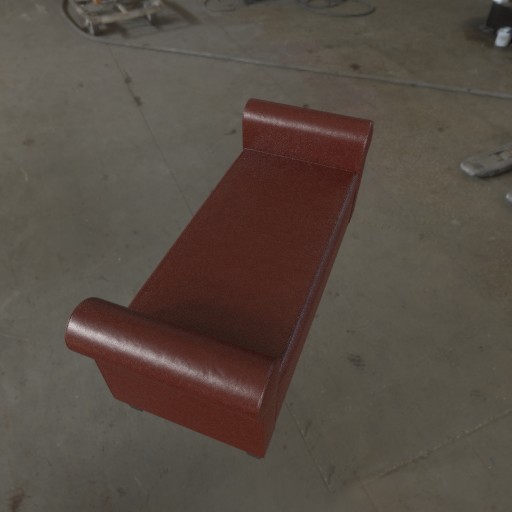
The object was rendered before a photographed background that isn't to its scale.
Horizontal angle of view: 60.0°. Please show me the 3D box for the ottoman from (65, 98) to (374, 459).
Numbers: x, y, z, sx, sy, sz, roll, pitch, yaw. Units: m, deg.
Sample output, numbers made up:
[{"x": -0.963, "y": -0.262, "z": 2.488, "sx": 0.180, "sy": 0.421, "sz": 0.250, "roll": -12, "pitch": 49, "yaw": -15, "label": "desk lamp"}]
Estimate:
[{"x": 0.000, "y": 0.000, "z": 1.564, "sx": 0.521, "sy": 0.547, "sz": 1.256, "roll": 16, "pitch": 48, "yaw": 14, "label": "ottoman"}]
